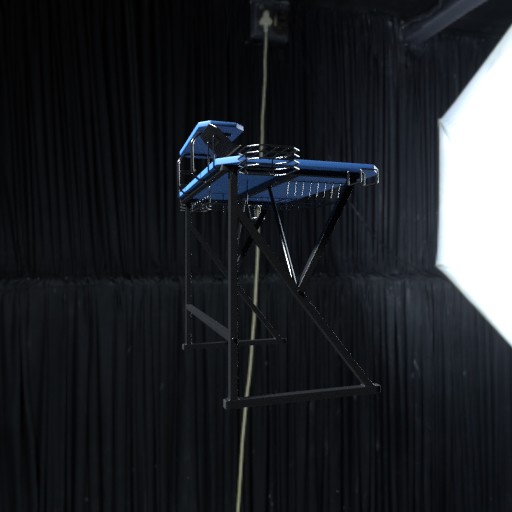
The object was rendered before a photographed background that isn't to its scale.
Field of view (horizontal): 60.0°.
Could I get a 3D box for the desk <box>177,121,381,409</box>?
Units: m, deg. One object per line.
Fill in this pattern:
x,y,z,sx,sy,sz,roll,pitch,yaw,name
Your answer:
0.000,0.000,1.809,0.594,0.909,1.295,0,0,-18,desk
